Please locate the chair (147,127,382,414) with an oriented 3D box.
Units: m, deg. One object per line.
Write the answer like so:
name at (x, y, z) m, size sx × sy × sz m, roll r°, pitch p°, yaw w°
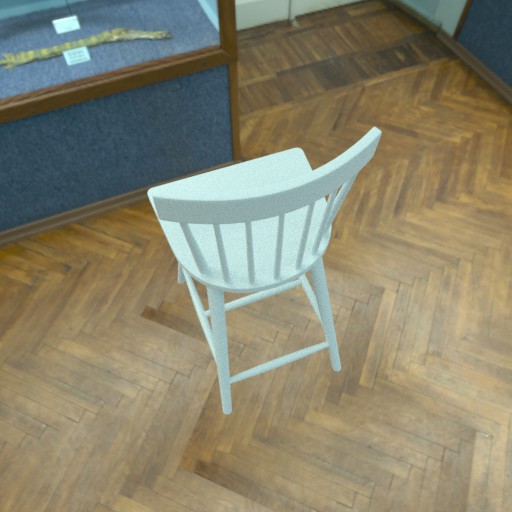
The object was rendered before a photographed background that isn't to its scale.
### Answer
chair at (0.000, 0.000, 1.293) m, size 0.483 × 0.952 × 0.572 m, roll -18°, pitch 60°, yaw -11°
